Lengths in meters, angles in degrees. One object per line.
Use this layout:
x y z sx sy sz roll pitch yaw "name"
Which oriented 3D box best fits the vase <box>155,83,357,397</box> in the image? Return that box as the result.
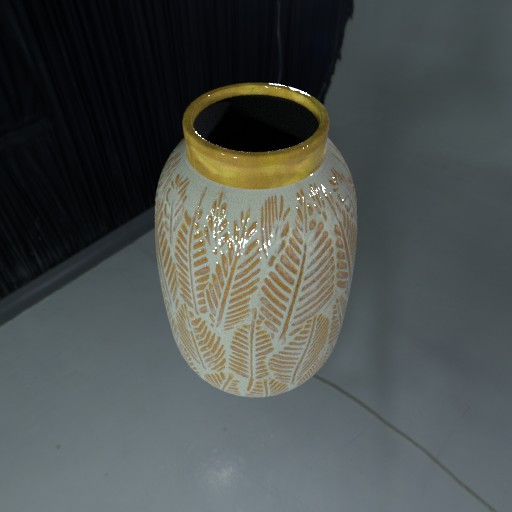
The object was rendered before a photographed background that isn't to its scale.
0.000 0.000 0.390 0.172 0.270 0.172 0 47 0 "vase"
